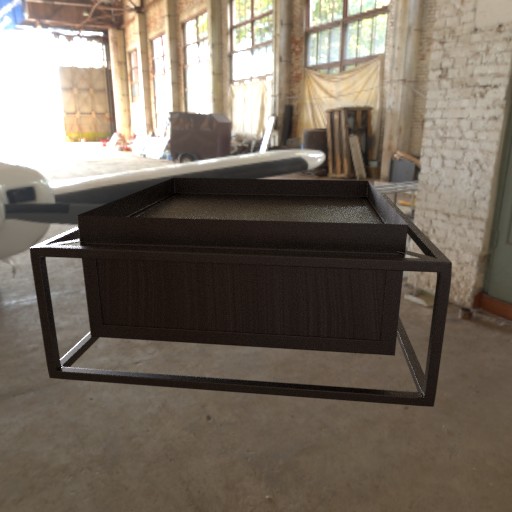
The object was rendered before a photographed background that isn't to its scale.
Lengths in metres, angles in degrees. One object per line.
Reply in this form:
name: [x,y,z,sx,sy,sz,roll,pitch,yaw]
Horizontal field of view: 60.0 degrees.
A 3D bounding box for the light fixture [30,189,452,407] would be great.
light fixture: [0.000,0.000,0.683,0.441,0.191,0.441,2,17,7]
